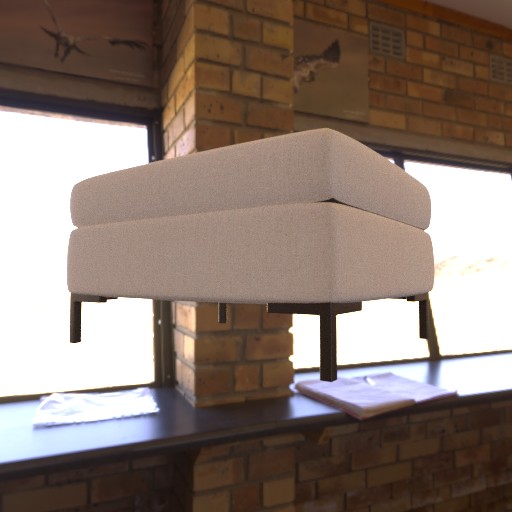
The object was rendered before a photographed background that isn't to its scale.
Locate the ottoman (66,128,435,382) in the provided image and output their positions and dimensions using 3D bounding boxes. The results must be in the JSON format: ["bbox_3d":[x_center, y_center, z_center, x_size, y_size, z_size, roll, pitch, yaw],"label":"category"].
[{"bbox_3d":[0.000,0.000,1.195,0.794,0.453,0.657,-2,-3,35],"label":"ottoman"}]
